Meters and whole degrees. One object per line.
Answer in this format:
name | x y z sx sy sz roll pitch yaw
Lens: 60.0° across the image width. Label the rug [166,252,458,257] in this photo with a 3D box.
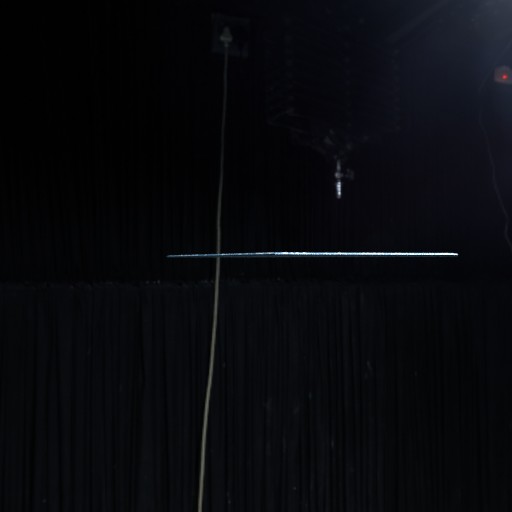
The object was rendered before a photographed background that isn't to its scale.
rug | 0.000 0.000 2.403 0.662 0.011 2.196 0 0 -19
